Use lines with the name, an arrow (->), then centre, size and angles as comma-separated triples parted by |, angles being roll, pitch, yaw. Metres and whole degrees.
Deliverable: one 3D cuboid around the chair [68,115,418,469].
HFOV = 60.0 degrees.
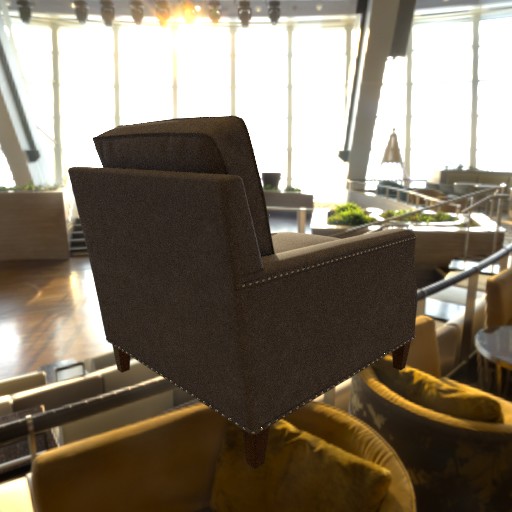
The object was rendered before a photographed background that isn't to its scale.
chair -> 0.000, 0.000, 1.661 | 1.014, 0.948, 0.853 | -13, 18, -43
